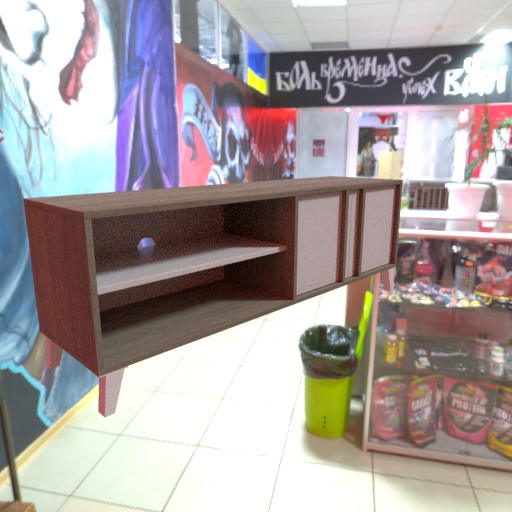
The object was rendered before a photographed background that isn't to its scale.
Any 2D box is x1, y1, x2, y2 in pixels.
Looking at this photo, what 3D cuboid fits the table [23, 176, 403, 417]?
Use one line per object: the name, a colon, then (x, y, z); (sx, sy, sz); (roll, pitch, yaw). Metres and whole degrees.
table: (0.000, 0.000, 1.719); (1.500, 0.530, 0.400); (-13, 19, -43)
